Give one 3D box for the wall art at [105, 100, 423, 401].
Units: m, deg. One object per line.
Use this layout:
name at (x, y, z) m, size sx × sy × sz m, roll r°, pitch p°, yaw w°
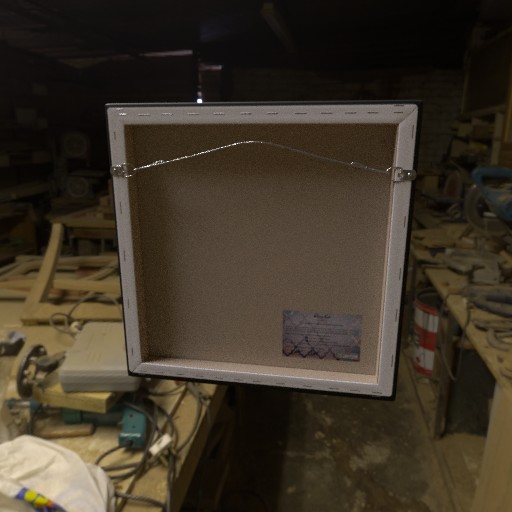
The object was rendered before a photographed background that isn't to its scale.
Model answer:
wall art at (0.000, 0.000, 0.931) m, size 0.610 × 0.611 × 0.043 m, roll 3°, pitch 16°, yaw 10°
